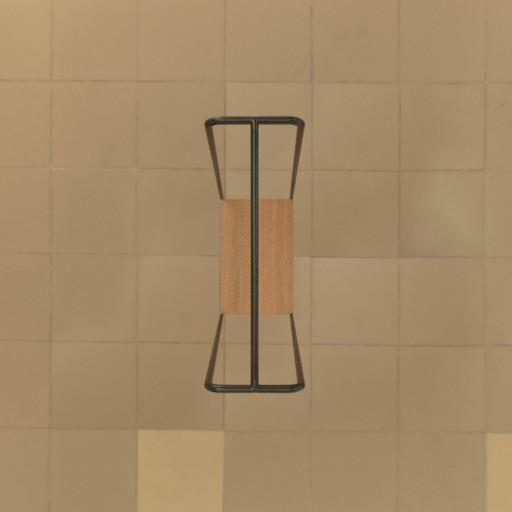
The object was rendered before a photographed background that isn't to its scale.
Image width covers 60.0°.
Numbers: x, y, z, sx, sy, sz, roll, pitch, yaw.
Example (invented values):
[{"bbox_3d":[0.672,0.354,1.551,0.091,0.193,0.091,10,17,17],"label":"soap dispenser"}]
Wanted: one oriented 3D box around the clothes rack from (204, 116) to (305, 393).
[{"bbox_3d":[0.000,0.000,1.762,0.400,1.500,0.640,0,90,0],"label":"clothes rack"}]
